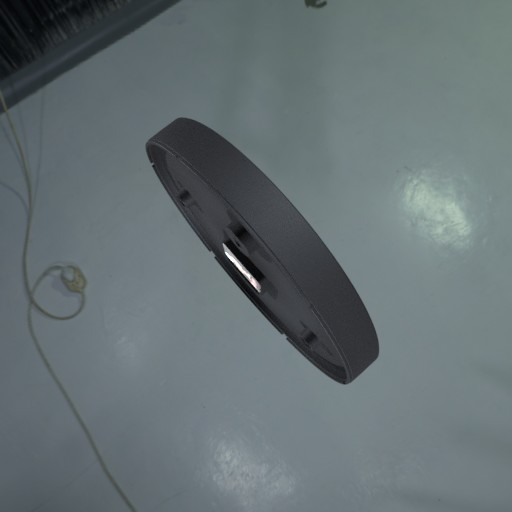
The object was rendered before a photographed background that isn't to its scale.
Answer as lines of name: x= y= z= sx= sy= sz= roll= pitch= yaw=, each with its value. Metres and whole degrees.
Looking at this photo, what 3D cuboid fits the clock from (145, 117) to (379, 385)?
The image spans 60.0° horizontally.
clock: x=0.000 y=0.000 z=0.437 sx=0.040 sy=0.293 sz=0.293 roll=-40 pitch=78 yaw=-10
